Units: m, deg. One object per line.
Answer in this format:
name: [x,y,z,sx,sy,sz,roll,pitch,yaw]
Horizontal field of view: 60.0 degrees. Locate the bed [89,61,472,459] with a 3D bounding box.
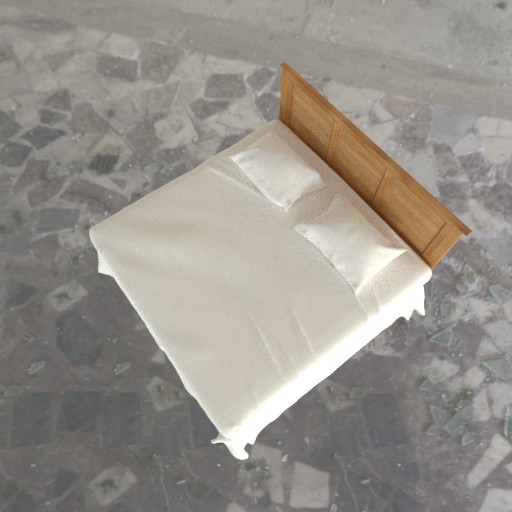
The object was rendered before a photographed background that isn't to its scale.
bed: [0.000,0.000,3.581,2.215,1.270,2.317,-34,69,-15]
